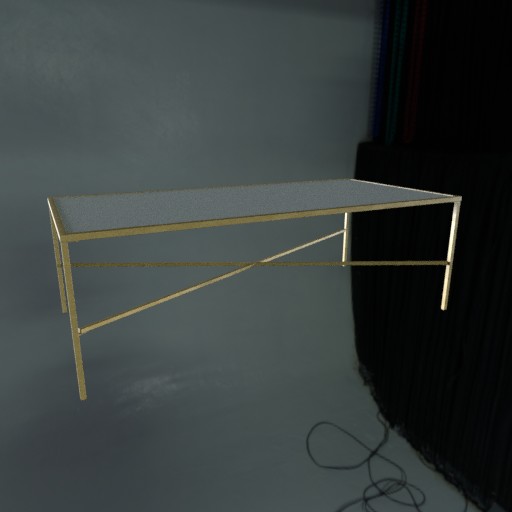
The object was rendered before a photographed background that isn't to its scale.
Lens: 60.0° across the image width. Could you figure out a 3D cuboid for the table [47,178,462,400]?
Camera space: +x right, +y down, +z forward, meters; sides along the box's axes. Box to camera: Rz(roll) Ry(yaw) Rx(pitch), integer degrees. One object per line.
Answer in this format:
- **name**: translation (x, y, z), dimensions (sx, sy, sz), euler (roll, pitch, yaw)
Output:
- **table**: translation (0.000, 0.000, 1.488), dimensions (1.206, 0.398, 0.580), euler (-8, 18, -25)
